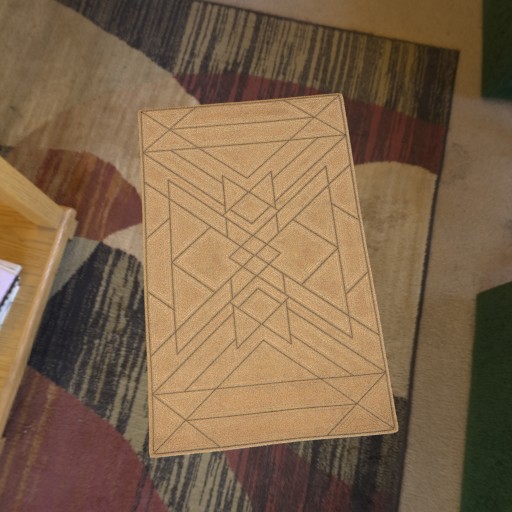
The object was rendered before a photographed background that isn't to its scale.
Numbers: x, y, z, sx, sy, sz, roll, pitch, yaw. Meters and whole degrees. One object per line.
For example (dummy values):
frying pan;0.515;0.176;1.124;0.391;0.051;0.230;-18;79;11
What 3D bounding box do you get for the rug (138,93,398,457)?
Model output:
rug;0.000;0.000;3.086;1.575;0.023;2.459;-5;75;-1
